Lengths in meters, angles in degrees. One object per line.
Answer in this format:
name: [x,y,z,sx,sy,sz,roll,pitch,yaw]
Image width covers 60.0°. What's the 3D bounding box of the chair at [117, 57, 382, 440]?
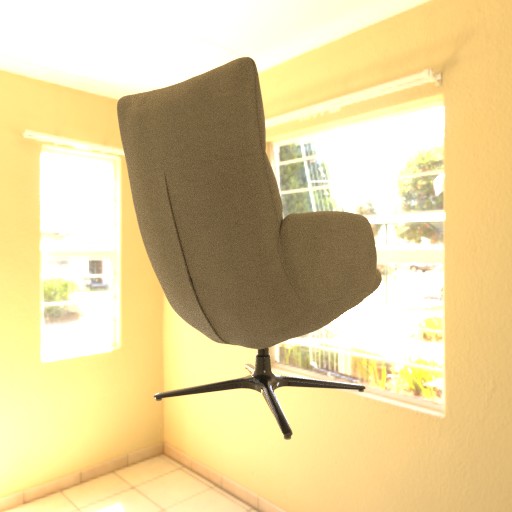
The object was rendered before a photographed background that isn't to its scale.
chair: [0.000,0.000,1.572,0.711,1.016,0.889,1,1,36]
